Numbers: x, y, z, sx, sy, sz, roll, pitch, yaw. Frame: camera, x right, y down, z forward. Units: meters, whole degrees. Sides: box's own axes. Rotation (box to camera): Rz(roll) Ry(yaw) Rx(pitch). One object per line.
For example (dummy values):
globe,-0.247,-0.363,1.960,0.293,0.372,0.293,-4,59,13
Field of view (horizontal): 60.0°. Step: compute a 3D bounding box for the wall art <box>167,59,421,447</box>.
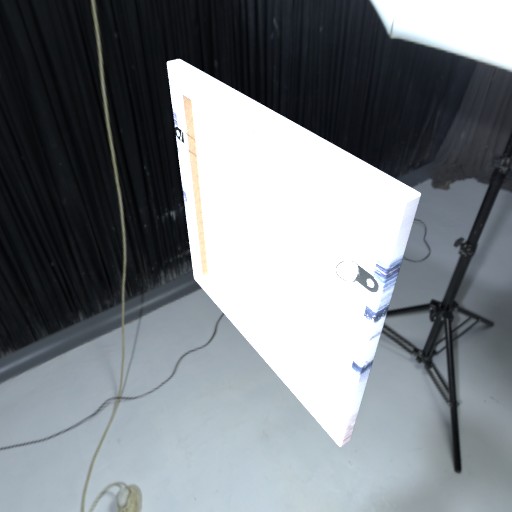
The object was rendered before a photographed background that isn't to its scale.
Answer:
wall art,0.000,0.000,1.112,0.065,0.747,0.755,-25,47,-26
